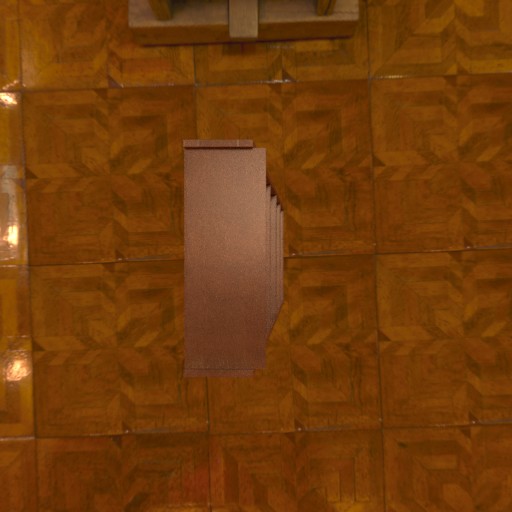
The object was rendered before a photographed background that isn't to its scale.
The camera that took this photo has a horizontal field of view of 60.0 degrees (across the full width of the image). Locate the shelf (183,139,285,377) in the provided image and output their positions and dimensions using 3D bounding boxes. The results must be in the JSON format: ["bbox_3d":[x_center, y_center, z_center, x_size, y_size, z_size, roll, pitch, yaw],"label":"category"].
[{"bbox_3d":[0.000,0.000,2.166,0.382,1.892,0.660,0,90,1],"label":"shelf"}]
